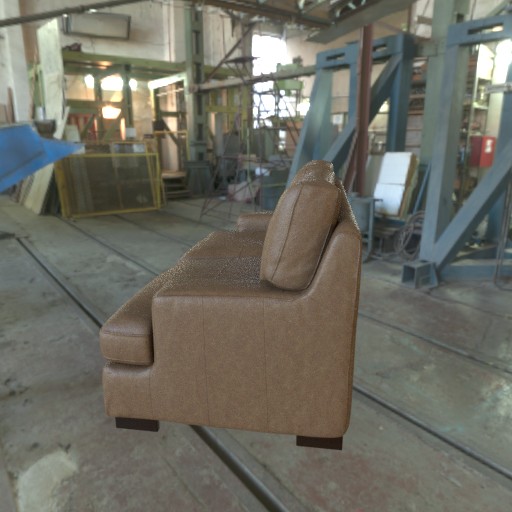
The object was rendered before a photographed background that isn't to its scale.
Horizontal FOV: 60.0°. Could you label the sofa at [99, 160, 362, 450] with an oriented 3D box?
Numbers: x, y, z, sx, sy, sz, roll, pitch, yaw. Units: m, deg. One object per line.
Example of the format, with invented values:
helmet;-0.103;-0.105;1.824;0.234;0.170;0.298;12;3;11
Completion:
sofa;0.000;0.000;2.419;0.962;0.980;1.855;2;15;8
